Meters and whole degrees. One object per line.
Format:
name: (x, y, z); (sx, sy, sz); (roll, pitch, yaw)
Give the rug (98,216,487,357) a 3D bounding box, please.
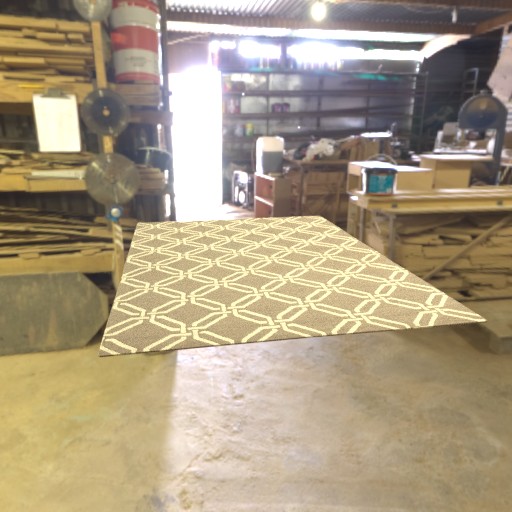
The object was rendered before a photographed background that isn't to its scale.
rug: (0.000, 0.000, 4.279); (2.441, 0.020, 3.419); (-3, 17, -10)
